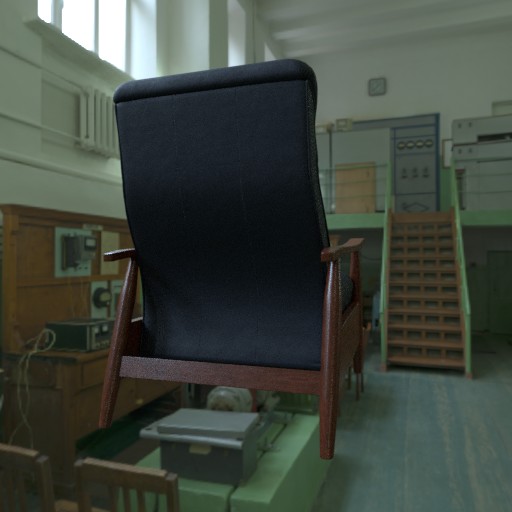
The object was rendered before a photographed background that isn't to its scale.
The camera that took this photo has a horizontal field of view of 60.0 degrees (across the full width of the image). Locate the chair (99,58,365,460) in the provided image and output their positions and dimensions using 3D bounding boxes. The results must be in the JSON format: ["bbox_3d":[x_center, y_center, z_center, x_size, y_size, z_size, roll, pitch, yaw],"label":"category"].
[{"bbox_3d":[0.000,0.000,1.745,0.762,1.082,1.014,0,-1,18],"label":"chair"}]
